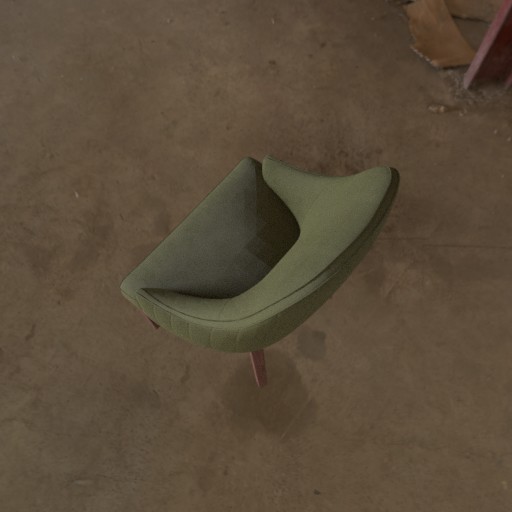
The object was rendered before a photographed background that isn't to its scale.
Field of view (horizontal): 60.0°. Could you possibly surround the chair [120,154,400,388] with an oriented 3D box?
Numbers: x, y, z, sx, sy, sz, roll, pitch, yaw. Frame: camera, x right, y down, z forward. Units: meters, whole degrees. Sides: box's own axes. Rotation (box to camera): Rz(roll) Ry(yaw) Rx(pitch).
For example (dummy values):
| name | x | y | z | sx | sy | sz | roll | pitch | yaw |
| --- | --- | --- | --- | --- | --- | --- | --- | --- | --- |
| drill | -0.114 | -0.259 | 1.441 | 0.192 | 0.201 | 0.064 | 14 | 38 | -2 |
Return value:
| name | x | y | z | sx | sy | sz | roll | pitch | yaw |
| --- | --- | --- | --- | --- | --- | --- | --- | --- | --- |
| chair | 0.000 | 0.000 | 1.312 | 0.575 | 0.889 | 0.643 | 35 | 69 | 16 |
